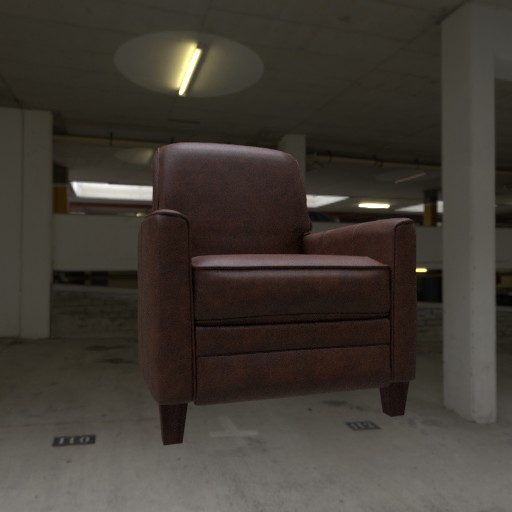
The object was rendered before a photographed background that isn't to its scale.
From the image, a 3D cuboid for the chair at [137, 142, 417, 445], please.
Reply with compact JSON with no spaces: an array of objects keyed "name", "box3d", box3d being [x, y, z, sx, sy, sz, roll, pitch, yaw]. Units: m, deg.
[{"name":"chair","box3d":[0.000,0.000,1.628,0.839,1.010,0.850,0,-1,-18]}]
